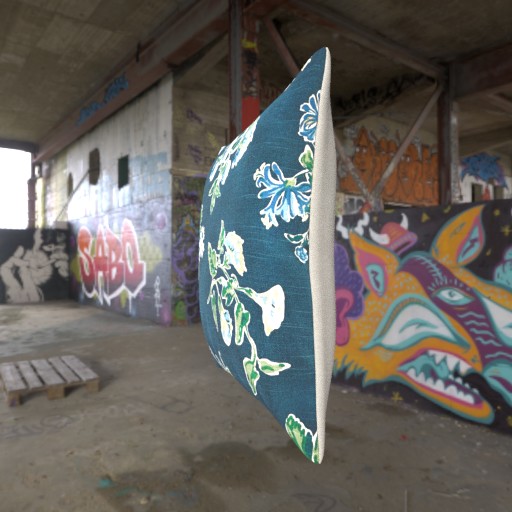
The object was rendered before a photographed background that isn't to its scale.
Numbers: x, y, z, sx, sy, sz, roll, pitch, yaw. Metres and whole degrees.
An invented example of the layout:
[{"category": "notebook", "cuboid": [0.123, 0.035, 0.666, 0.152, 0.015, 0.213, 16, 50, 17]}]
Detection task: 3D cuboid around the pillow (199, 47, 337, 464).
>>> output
[{"category": "pillow", "cuboid": [0.000, 0.000, 0.784, 0.166, 0.508, 0.525, 0, 0, -18]}]
